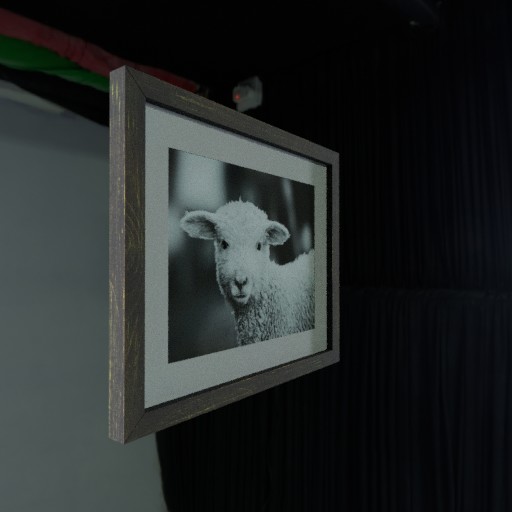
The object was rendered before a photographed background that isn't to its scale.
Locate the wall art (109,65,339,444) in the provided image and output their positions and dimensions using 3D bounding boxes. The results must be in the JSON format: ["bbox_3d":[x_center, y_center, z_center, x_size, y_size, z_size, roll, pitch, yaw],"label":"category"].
[{"bbox_3d":[0.000,0.000,0.765,0.032,0.457,0.558,0,-1,38],"label":"wall art"}]
